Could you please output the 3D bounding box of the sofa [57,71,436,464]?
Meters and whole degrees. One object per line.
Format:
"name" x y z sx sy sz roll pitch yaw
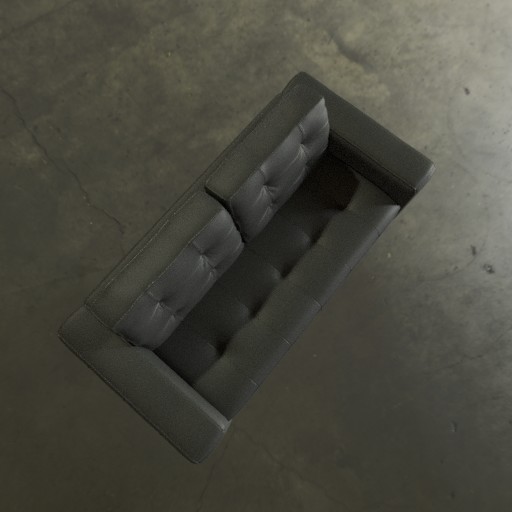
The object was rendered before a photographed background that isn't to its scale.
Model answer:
"sofa" 0.000 0.000 2.149 0.833 0.893 1.726 39 79 9
